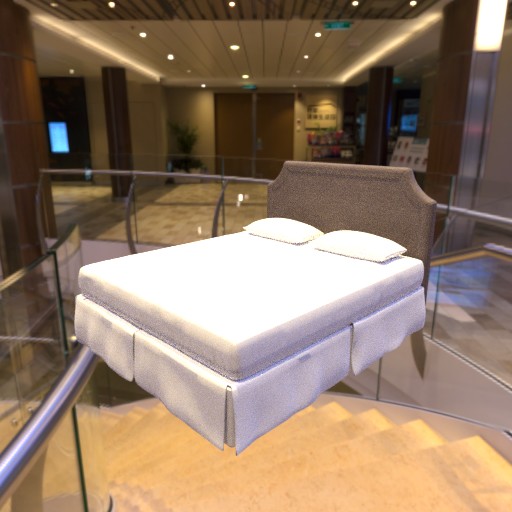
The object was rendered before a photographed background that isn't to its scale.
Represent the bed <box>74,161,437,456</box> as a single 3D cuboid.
[{"bbox_3d":[0.000,0.000,4.215,2.773,1.590,2.350,-15,22,-43],"label":"bed"}]
